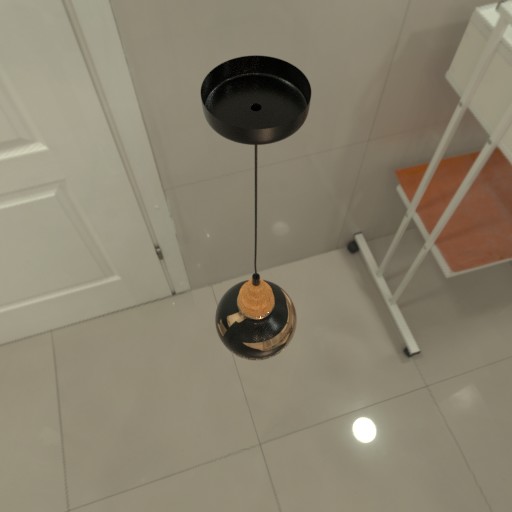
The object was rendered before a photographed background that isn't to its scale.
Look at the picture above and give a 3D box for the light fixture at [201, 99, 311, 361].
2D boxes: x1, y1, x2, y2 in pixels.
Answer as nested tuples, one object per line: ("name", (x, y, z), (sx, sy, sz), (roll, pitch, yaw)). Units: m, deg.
("light fixture", (0.000, 0.000, 1.791), (0.430, 1.606, 0.430), (-16, 60, -9))
